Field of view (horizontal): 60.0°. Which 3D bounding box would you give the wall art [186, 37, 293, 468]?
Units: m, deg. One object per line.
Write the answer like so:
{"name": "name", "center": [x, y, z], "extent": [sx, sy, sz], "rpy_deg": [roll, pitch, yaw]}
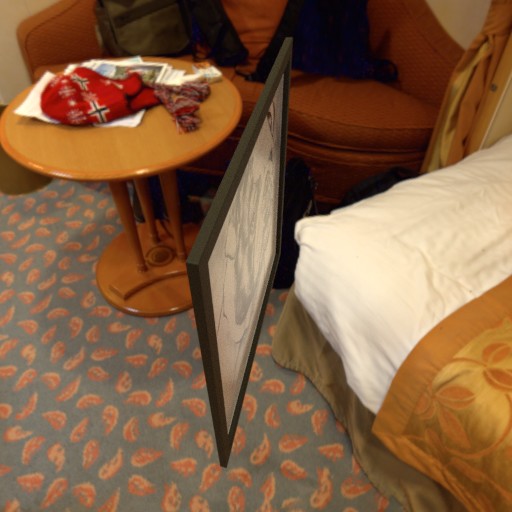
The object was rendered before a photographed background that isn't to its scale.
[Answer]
{"name": "wall art", "center": [0.000, 0.000, 0.950], "extent": [0.016, 0.659, 0.663], "rpy_deg": [9, 47, 8]}
